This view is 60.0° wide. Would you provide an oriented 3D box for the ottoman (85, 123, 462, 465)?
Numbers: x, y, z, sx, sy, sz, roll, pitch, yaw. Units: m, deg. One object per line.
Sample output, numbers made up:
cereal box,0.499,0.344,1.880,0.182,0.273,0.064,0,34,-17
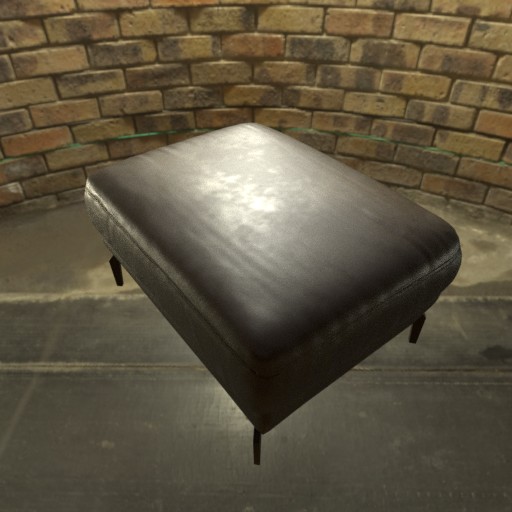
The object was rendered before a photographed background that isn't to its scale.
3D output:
ottoman,0.000,0.000,1.096,0.570,0.402,0.764,-26,47,-28
